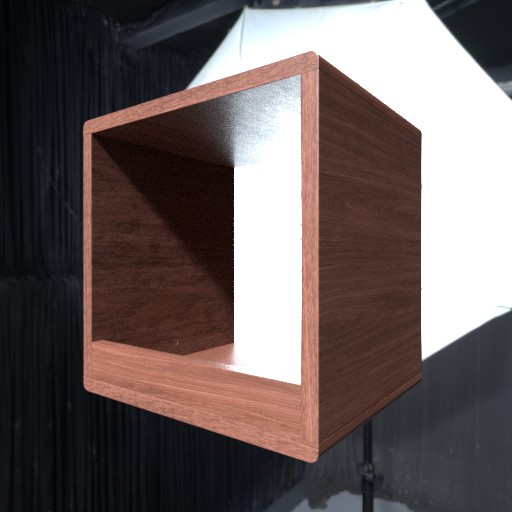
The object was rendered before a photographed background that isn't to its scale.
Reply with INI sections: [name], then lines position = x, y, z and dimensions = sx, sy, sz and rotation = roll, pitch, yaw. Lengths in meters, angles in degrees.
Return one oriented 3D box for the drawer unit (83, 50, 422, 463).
[drawer unit]
position = 0.000, 0.000, 0.593
dimensions = 0.349, 0.351, 0.290
rotation = 0, 0, 37
